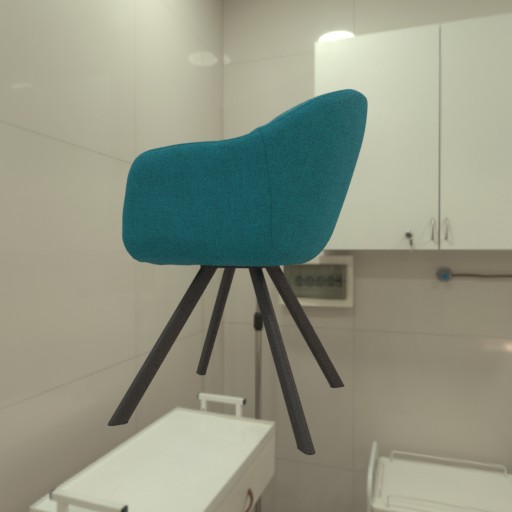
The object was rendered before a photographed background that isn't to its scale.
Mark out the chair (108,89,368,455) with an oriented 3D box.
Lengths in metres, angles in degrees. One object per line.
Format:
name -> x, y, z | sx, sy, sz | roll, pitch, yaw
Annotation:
chair -> 0.000, 0.000, 1.157 | 0.565, 0.775, 0.545 | 0, 1, 18
